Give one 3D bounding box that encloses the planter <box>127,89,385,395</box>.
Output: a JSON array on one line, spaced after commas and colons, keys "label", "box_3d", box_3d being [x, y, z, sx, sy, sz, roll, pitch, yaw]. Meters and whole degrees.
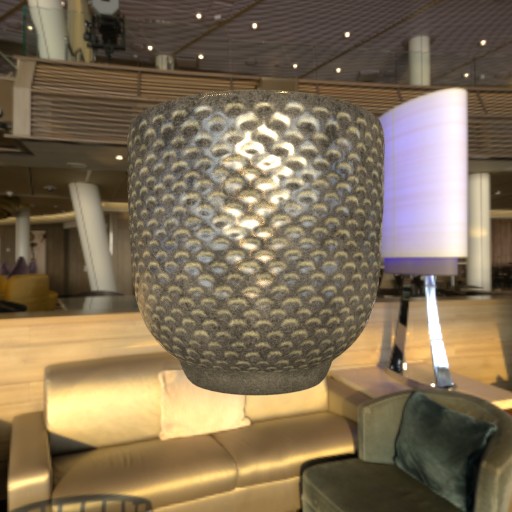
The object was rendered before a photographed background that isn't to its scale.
[{"label": "planter", "box_3d": [0.000, 0.000, 0.351, 0.197, 0.191, 0.197, 0, -1, 0]}]
